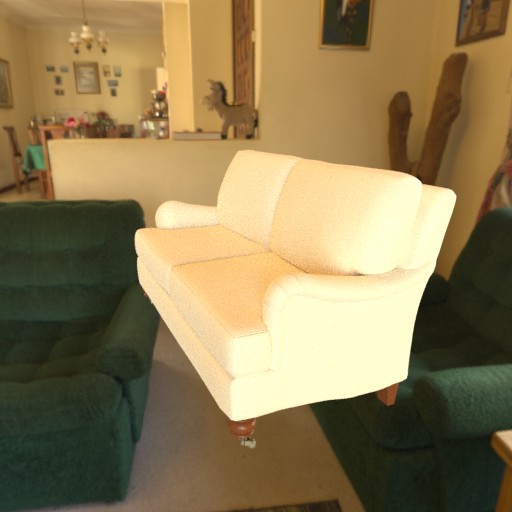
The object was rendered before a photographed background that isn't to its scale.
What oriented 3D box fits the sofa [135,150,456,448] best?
[{"bbox_3d":[0.000,0.000,2.571,1.084,1.101,1.853,-8,19,-24],"label":"sofa"}]
